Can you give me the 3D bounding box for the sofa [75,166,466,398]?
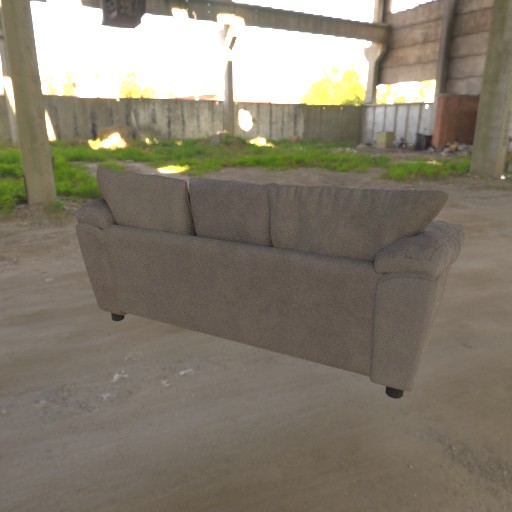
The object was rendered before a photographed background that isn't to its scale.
[{"bbox_3d":[0.000,0.000,2.809,2.336,1.073,0.878,9,19,27],"label":"sofa"}]
